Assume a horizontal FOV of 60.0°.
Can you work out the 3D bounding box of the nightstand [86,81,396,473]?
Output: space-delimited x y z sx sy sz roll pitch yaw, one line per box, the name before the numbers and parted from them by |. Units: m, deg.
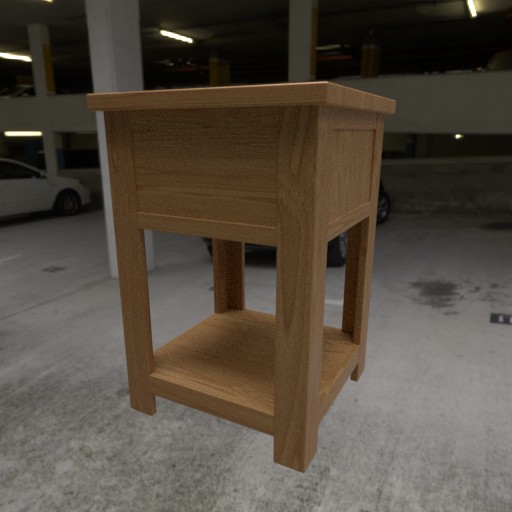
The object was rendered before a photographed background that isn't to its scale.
nightstand | 0.000 0.000 0.910 0.428 0.614 0.418 8 18 27
